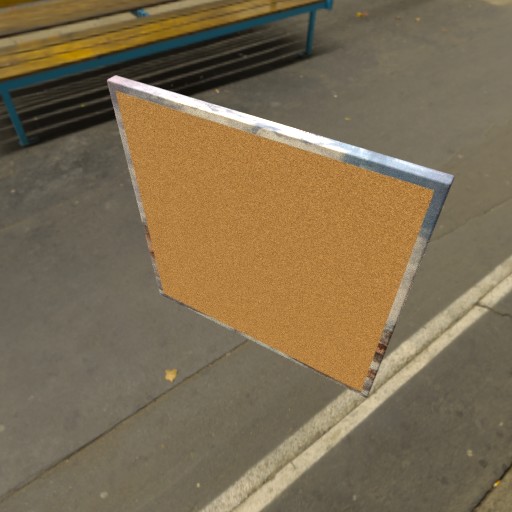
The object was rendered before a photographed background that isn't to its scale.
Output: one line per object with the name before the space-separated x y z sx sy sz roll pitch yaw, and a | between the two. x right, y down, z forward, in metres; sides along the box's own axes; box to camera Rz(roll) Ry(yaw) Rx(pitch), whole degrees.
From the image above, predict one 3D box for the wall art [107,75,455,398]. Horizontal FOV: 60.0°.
wall art | 0.000 0.000 1.340 0.888 0.897 0.035 23 51 20
